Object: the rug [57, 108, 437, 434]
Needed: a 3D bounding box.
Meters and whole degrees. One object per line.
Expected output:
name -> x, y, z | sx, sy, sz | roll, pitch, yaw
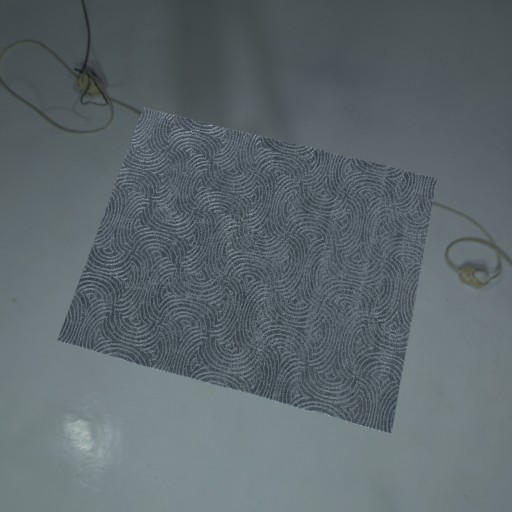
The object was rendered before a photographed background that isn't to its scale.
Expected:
rug -> 0.000, 0.000, 4.171 | 3.042, 0.021, 2.456 | 15, 76, 4
